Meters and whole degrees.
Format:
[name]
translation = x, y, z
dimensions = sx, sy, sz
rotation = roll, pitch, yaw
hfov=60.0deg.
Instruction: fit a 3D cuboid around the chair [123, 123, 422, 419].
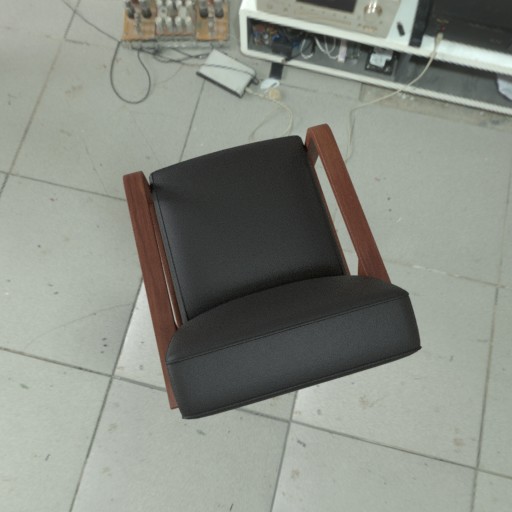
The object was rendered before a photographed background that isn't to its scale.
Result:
[chair]
translation = 0.000, 0.000, 1.495
dimensions = 0.719, 0.861, 0.889
rotation = -15, 76, -4
